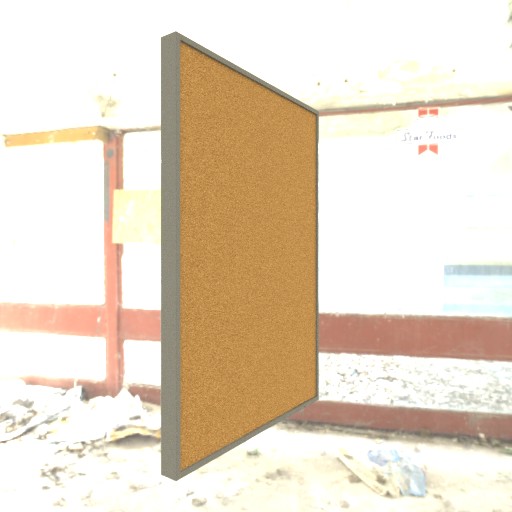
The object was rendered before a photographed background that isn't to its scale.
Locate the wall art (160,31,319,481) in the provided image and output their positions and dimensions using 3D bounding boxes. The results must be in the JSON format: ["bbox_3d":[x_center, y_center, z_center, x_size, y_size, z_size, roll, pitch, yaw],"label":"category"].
[{"bbox_3d":[0.000,0.000,0.959,0.039,0.753,0.511,0,0,36],"label":"wall art"}]
